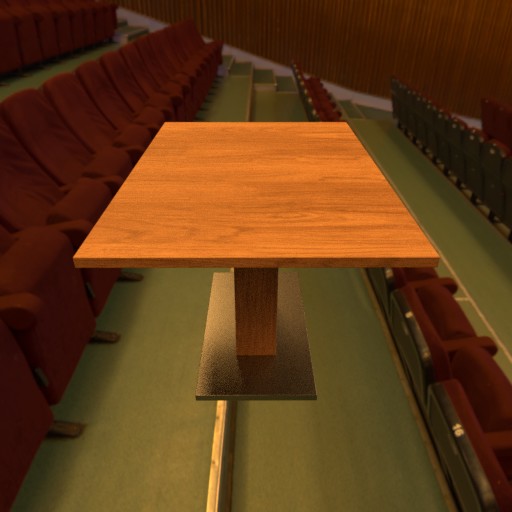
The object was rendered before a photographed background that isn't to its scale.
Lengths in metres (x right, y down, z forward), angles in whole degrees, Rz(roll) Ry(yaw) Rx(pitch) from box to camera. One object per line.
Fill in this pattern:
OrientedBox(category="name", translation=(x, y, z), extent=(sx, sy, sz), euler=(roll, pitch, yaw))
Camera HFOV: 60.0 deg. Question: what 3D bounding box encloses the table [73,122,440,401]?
OrientedBox(category="table", translation=(0.000, 0.000, 1.839), extent=(0.900, 0.770, 1.300), euler=(0, 31, 0))
